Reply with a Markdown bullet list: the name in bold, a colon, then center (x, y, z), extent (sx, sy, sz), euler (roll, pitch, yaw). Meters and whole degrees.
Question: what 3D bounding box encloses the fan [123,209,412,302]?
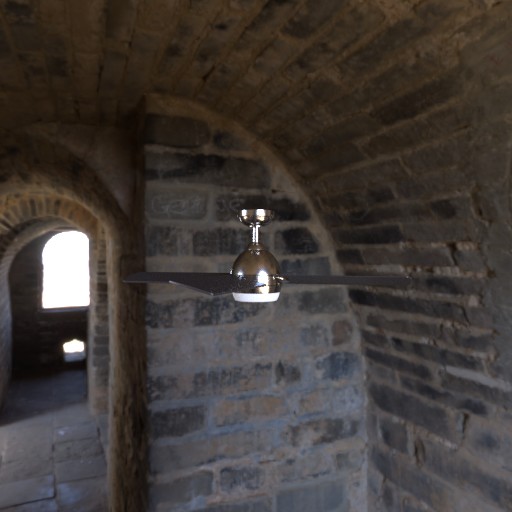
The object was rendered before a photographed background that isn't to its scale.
- **fan**: center (0.000, 0.000, 2.011), extent (1.332, 0.403, 1.332), euler (0, 0, 18)
